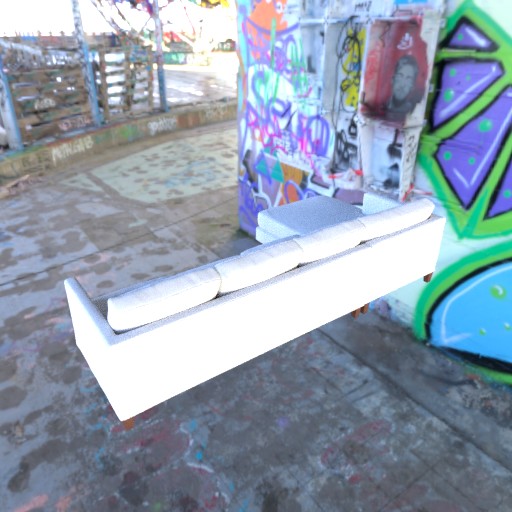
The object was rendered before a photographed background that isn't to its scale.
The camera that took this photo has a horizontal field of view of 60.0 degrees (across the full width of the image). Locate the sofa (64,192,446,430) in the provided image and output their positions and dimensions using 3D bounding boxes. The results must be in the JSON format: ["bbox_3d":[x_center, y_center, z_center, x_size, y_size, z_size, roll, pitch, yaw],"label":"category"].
[{"bbox_3d":[0.000,0.000,3.948,3.186,0.861,1.625,-18,33,-31],"label":"sofa"}]
